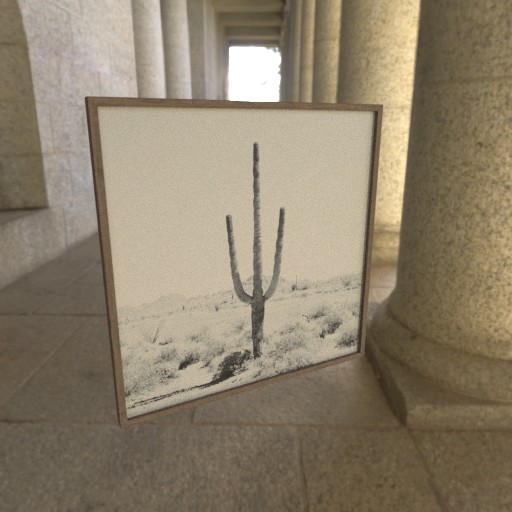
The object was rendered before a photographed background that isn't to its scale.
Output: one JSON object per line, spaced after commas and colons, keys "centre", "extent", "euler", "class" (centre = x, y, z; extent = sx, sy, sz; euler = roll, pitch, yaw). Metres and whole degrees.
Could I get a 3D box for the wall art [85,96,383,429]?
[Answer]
{"centre": [0.000, 0.000, 1.156], "extent": [0.762, 0.762, 0.038], "euler": [-8, 18, -27], "class": "wall art"}
